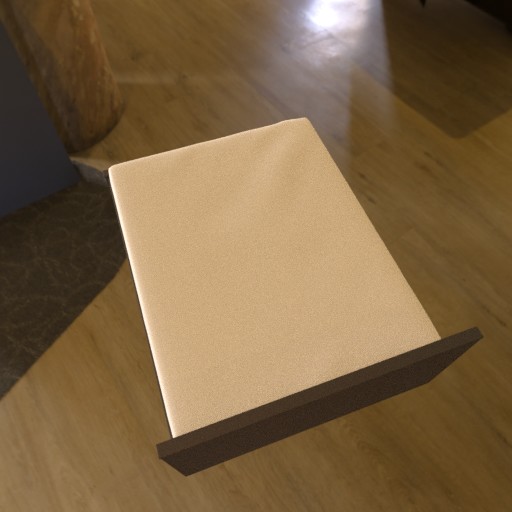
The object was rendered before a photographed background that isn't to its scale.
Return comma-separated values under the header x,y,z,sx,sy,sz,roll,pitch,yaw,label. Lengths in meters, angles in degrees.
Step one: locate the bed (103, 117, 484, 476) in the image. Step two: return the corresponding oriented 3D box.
x,y,z,sx,sy,sz,roll,pitch,yaw,label
0.000,0.000,2.901,1.634,0.808,2.103,-17,60,-10,bed
